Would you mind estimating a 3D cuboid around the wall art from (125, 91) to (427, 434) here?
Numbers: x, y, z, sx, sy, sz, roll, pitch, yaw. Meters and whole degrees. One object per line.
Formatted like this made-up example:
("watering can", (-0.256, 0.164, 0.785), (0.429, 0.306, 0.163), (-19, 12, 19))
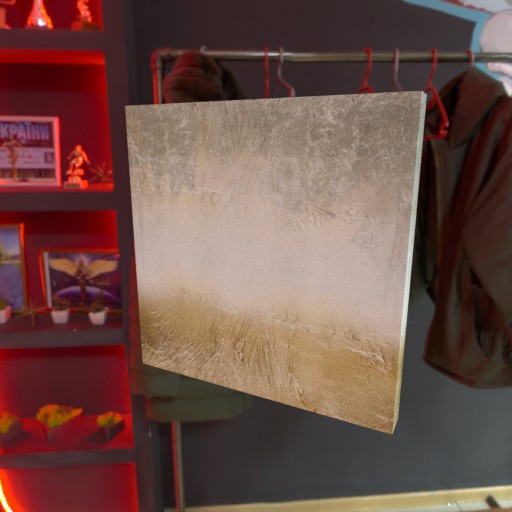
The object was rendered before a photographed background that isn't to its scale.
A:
("wall art", (0.000, 0.000, 0.614), (0.405, 0.407, 0.038), (7, 16, 27))
